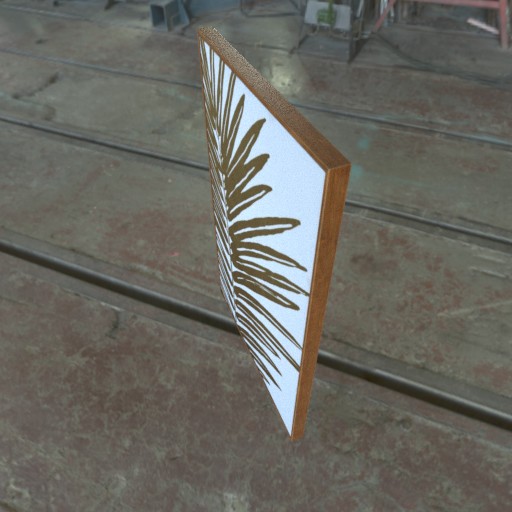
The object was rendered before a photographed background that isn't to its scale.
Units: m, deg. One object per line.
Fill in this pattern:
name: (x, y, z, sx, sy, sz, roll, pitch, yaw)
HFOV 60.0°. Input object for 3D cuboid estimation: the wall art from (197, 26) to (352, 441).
wall art: (0.000, 0.000, 1.137, 0.037, 0.914, 0.610, -16, 47, -16)
